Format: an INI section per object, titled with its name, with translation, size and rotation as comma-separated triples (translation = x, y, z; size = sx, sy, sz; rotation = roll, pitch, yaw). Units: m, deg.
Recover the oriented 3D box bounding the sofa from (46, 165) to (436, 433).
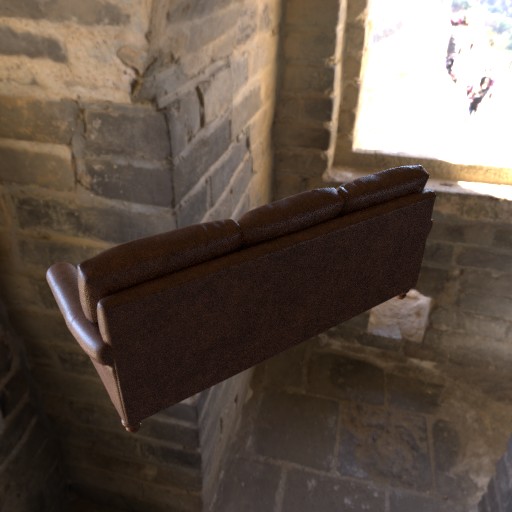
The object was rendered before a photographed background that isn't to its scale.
[sofa]
translation = 0.000, 0.000, 2.803
size = 2.351, 0.977, 0.973
rotation = -19, 35, -29
